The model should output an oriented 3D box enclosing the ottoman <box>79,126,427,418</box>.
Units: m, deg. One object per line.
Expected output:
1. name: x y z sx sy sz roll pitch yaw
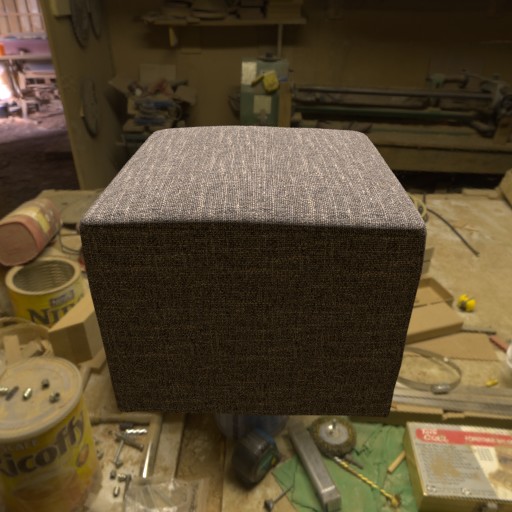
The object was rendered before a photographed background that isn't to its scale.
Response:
1. ottoman: 0.000 0.000 0.934 0.512 0.453 0.521 1 31 1
